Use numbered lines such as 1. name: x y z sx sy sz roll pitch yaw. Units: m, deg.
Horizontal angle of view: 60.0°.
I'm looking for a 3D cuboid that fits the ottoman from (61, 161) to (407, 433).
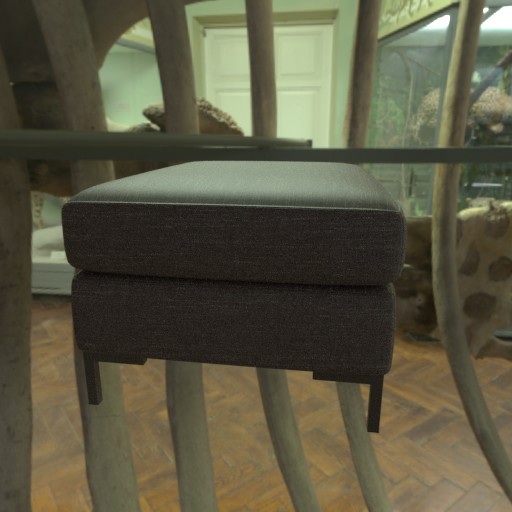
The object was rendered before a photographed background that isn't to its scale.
1. ottoman: 0.000 0.000 1.223 0.671 0.490 0.820 2 16 9
